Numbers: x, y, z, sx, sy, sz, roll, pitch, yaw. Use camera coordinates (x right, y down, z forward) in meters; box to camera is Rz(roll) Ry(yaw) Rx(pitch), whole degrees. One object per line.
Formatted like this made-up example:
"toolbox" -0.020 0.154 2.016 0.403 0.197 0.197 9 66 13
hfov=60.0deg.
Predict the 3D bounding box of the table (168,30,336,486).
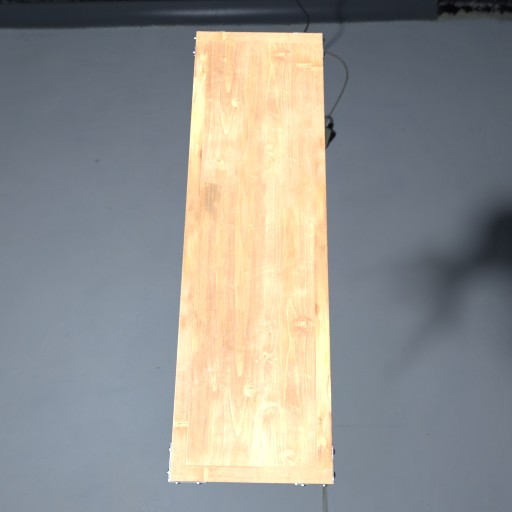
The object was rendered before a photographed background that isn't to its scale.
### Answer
"table" 0.000 0.000 1.746 0.467 0.711 1.487 1 76 0
